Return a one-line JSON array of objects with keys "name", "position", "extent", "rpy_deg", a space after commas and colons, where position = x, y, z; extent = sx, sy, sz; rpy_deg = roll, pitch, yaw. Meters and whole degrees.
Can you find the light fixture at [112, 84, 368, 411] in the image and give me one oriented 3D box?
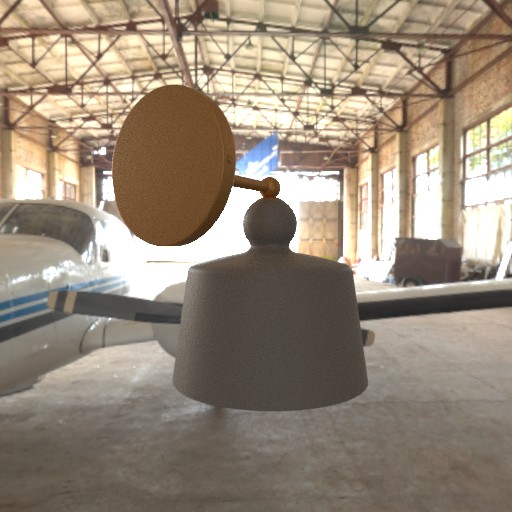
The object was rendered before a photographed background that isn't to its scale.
[{"name": "light fixture", "position": [0.000, 0.000, 0.450], "extent": [0.204, 0.268, 0.254], "rpy_deg": [1, 1, 35]}]
